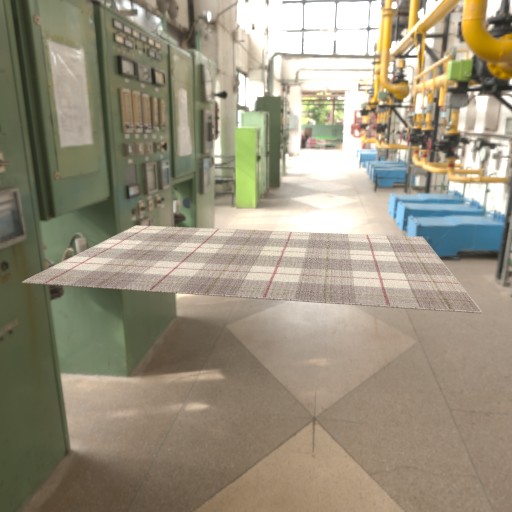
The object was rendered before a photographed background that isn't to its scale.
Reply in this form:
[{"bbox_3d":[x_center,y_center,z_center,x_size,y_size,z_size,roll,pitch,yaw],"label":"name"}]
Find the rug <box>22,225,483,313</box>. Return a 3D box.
[{"bbox_3d":[0.000,0.000,3.048,2.464,0.010,1.549,3,16,9],"label":"rug"}]
